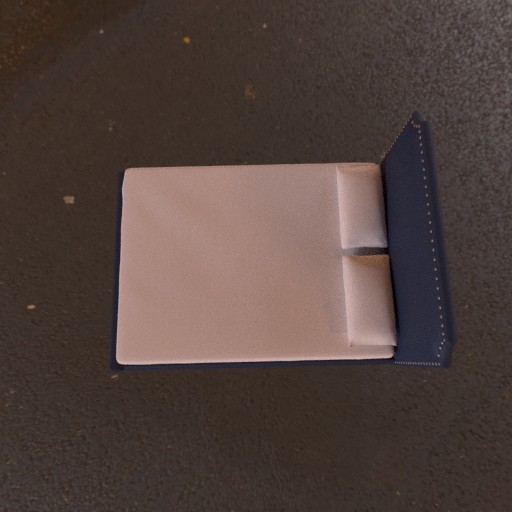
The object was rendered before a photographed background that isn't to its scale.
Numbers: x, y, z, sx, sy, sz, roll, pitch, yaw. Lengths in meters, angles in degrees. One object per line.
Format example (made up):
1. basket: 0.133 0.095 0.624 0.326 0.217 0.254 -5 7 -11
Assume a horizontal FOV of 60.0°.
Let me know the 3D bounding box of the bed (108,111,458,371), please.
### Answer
1. bed: 0.000 0.000 3.415 2.372 1.443 1.712 -1 77 0
